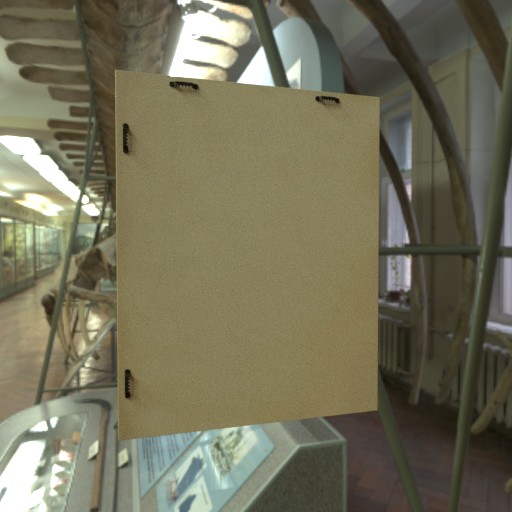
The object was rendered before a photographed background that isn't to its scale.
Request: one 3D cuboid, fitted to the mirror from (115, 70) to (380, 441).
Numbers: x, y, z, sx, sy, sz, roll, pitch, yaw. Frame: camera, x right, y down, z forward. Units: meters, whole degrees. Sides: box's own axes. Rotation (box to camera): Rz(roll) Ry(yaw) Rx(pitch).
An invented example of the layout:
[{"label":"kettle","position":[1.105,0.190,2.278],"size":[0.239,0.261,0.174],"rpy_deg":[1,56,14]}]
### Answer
[{"label":"mirror","position":[0.000,0.000,0.677],"size":[0.405,0.508,0.041],"rpy_deg":[0,2,-16]}]
